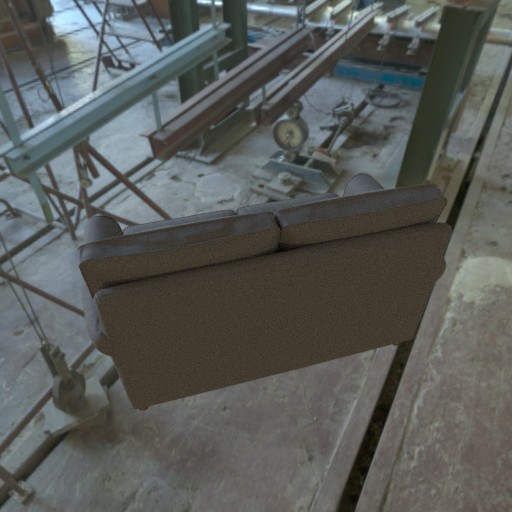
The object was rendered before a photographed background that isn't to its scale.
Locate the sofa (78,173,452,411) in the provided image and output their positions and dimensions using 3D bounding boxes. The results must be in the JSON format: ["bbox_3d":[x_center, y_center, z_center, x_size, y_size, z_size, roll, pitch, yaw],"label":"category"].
[{"bbox_3d":[0.000,0.000,2.279,1.665,0.937,0.964,-11,42,-12],"label":"sofa"}]
